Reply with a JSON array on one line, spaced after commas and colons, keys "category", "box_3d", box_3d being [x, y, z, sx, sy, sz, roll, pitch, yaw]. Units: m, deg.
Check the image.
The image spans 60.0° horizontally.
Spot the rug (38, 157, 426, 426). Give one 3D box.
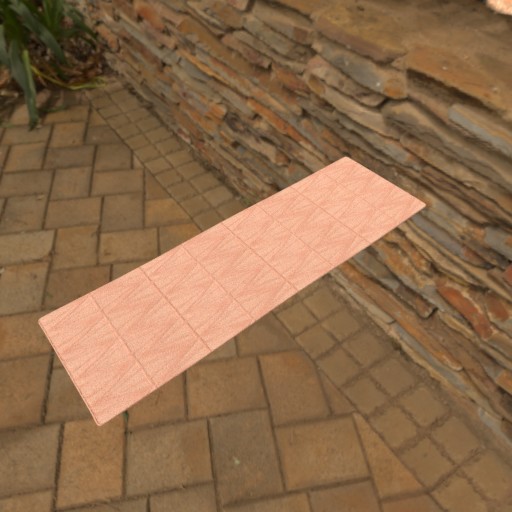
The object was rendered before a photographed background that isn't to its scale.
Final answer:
[{"category": "rug", "box_3d": [0.000, 0.000, 2.718, 2.435, 0.015, 0.760, -31, 54, -26]}]
